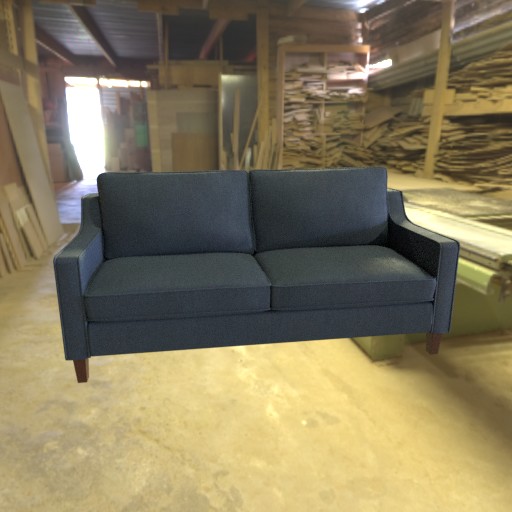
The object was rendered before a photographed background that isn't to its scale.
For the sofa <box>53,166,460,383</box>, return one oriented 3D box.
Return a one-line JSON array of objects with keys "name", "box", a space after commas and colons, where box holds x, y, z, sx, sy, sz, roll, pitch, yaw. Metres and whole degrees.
[{"name": "sofa", "box": [0.000, 0.000, 2.850, 2.178, 1.071, 1.066, -2, 16, -9]}]
